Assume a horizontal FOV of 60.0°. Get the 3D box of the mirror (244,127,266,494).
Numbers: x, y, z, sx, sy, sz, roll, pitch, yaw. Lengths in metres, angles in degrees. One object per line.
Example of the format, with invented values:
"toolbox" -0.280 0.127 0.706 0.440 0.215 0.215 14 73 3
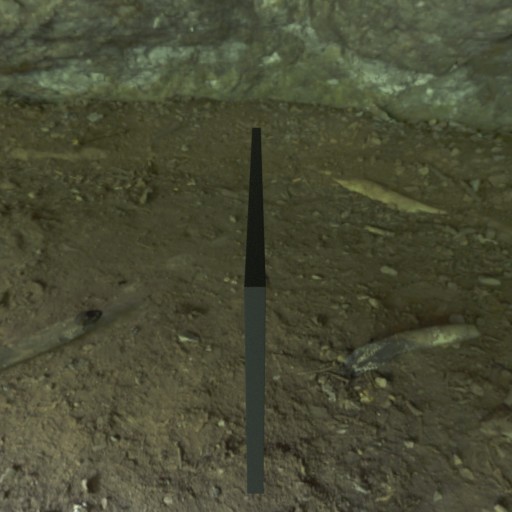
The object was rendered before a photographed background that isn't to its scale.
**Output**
"mirror" 0.000 0.000 1.797 0.047 0.692 1.584 0 28 0
